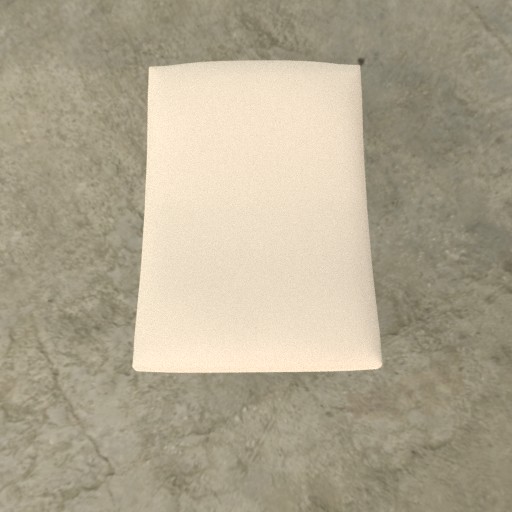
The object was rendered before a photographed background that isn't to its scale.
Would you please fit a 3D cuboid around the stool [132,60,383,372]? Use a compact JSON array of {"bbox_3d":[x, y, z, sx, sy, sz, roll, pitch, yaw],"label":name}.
[{"bbox_3d":[0.000,0.000,1.015,0.372,0.742,0.504,-1,76,0],"label":"stool"}]
